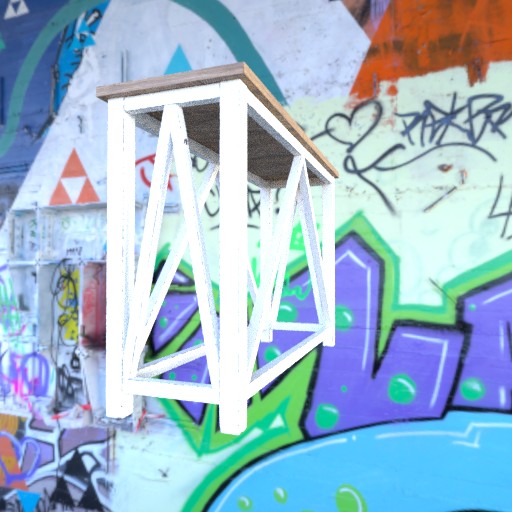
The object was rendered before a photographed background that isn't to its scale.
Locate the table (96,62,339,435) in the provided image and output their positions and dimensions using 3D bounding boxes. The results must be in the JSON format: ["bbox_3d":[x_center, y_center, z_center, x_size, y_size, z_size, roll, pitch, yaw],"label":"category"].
[{"bbox_3d":[0.000,0.000,1.820,0.450,0.930,1.400,0,-1,20],"label":"table"}]
